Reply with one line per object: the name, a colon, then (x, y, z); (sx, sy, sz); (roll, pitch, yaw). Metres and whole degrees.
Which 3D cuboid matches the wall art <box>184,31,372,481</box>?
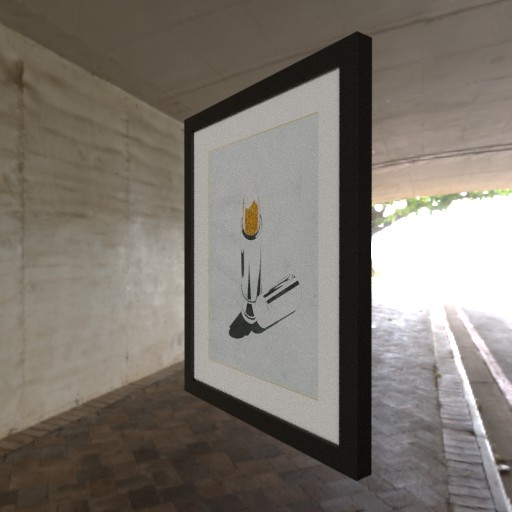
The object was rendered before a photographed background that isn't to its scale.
wall art: (0.000, 0.000, 0.741); (0.029, 0.559, 0.457); (0, 0, -37)
